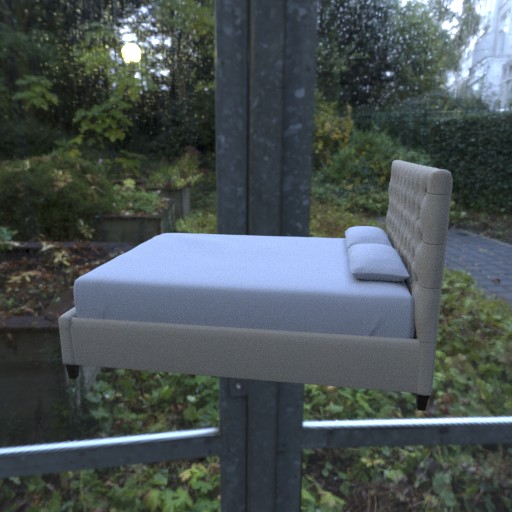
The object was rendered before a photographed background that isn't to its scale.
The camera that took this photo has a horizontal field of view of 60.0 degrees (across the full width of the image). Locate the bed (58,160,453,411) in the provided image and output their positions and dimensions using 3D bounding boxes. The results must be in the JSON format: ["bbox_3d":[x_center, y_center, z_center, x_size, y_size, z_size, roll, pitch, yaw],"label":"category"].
[{"bbox_3d":[0.000,0.000,3.456,2.387,1.427,1.698,2,14,9],"label":"bed"}]
